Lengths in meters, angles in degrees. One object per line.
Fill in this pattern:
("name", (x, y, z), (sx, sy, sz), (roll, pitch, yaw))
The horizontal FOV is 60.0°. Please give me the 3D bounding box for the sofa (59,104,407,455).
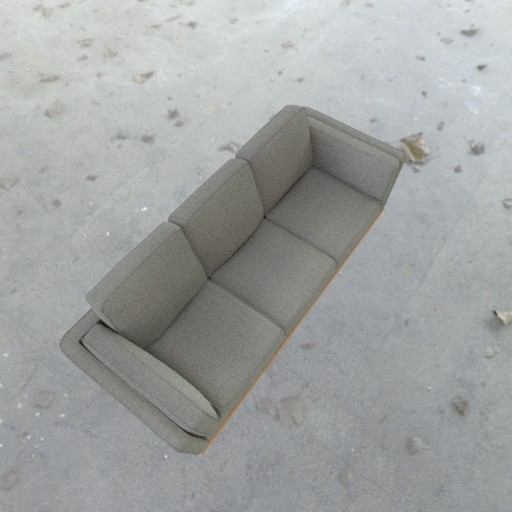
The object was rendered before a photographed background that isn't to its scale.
("sofa", (0.000, 0.000, 2.856), (0.903, 0.899, 2.362), (32, 63, 18))
